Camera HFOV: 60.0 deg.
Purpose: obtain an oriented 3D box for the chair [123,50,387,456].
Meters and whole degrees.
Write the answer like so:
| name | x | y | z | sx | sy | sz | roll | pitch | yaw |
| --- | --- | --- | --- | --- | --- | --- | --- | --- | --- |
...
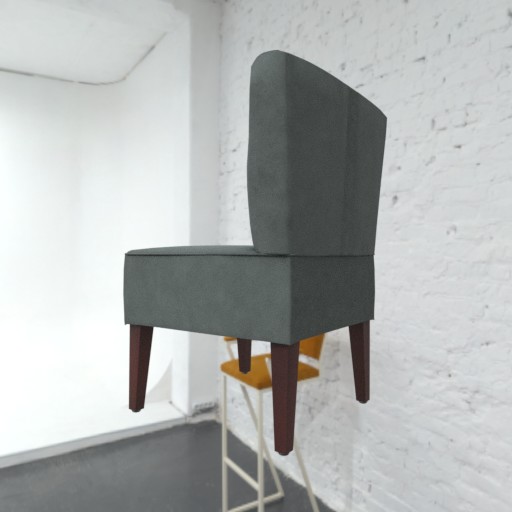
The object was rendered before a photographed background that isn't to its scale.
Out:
| name | x | y | z | sx | sy | sz | roll | pitch | yaw |
| --- | --- | --- | --- | --- | --- | --- | --- | --- | --- |
| chair | 0.000 | 0.000 | 1.190 | 0.554 | 0.806 | 0.521 | 0 | 1 | 37 |
